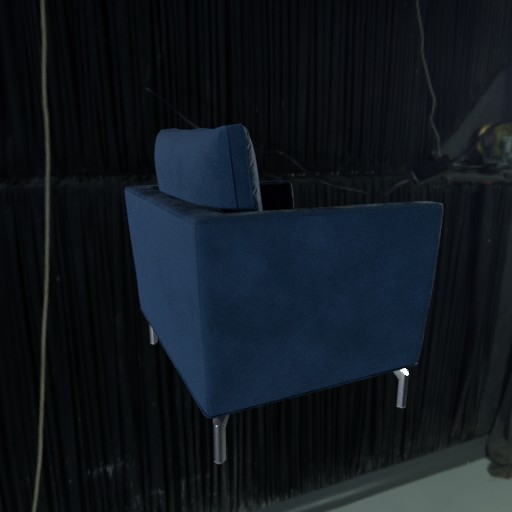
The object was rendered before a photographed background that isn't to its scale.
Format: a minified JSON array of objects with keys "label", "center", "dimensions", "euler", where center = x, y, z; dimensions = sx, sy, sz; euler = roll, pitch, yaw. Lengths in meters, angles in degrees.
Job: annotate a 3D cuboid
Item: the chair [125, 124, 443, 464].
[{"label":"chair","center":[0.000,0.000,1.583],"dimensions":[0.746,0.893,0.977],"euler":[-6,15,-24]}]
